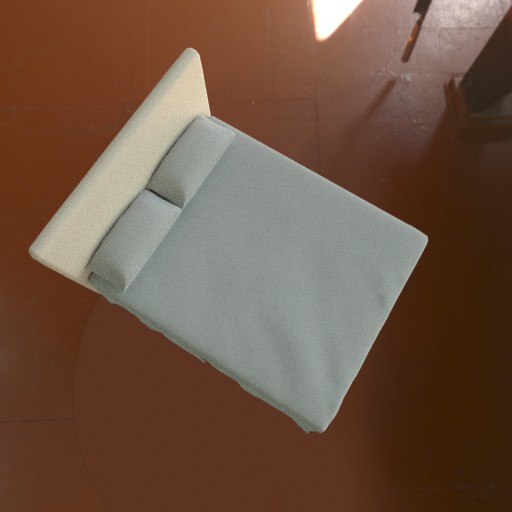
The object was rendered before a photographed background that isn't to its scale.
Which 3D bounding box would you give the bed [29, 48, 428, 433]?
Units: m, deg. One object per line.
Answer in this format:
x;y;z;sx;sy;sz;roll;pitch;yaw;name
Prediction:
0.000;0.000;3.225;2.142;1.330;1.748;31;77;8;bed
